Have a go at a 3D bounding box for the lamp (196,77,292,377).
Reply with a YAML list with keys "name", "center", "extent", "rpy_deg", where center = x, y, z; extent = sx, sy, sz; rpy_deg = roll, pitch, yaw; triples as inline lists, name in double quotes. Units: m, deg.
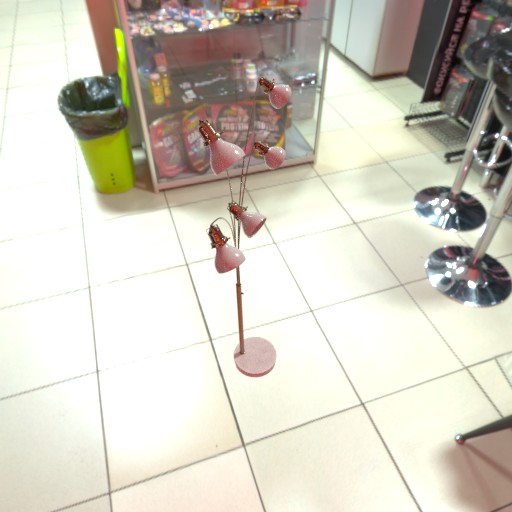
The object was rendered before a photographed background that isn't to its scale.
- name: "lamp"
  center: [0.000, 0.000, 2.920]
  extent: [0.361, 2.423, 1.405]
  rpy_deg: [10, 46, 10]
